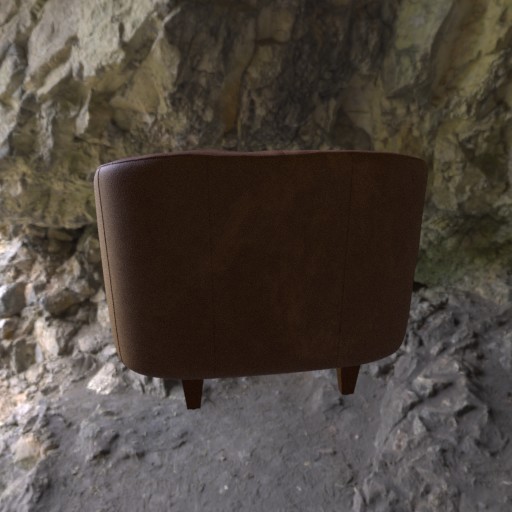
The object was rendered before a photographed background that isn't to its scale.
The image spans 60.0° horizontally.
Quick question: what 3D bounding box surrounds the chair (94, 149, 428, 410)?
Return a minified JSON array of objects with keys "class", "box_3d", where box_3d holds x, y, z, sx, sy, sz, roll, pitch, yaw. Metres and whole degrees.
[{"class":"chair","box_3d":[0.000,0.000,1.743,1.119,0.836,0.911,-2,15,-9]}]
